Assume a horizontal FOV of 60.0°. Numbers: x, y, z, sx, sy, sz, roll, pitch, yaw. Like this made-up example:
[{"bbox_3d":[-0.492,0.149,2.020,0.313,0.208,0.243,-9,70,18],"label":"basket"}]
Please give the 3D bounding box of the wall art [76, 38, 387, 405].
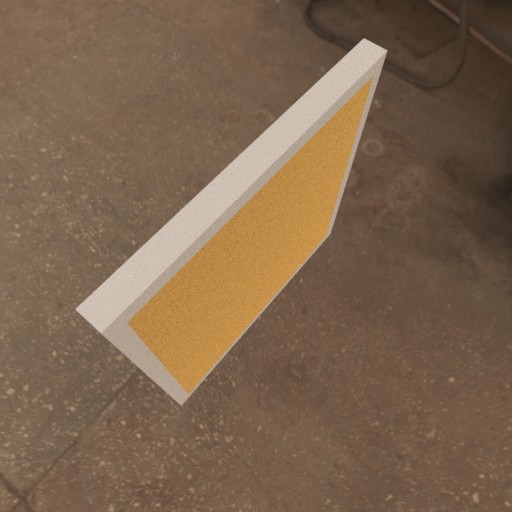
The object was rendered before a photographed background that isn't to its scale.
[{"bbox_3d":[0.000,0.000,1.888,0.098,1.291,1.289,37,69,16],"label":"wall art"}]
